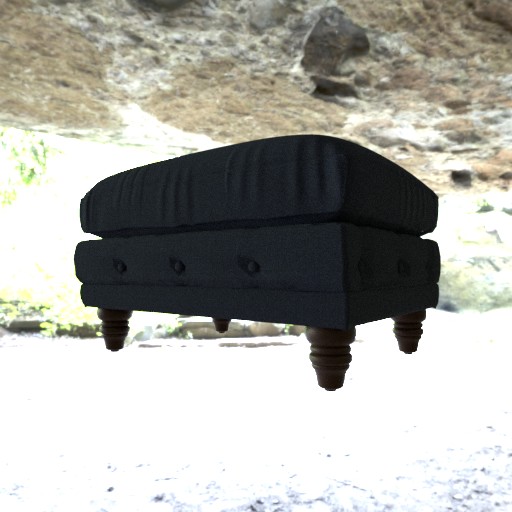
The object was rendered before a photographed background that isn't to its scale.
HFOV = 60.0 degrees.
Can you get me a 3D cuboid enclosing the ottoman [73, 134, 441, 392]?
[{"bbox_3d":[0.000,0.000,1.125,0.767,0.486,0.558,-1,-2,37],"label":"ottoman"}]
